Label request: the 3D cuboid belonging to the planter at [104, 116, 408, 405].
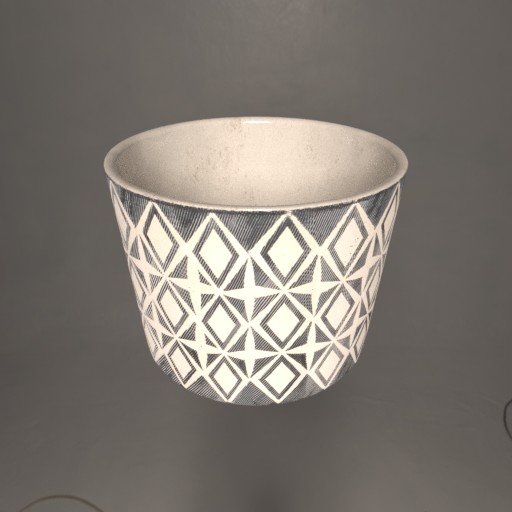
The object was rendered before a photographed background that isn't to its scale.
[{"bbox_3d":[0.000,0.000,0.449,0.260,0.220,0.260,0,30,0],"label":"planter"}]
